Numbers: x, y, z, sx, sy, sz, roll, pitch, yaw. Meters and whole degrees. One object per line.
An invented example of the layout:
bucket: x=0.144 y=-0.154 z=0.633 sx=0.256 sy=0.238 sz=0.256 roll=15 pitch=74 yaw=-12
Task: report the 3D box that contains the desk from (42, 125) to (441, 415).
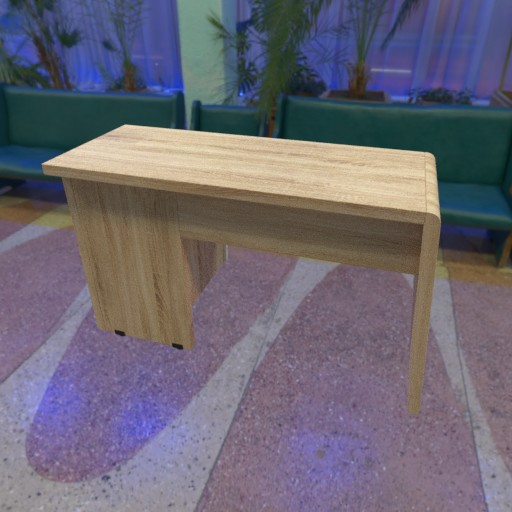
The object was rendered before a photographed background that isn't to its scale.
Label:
desk: x=0.000 y=0.000 z=1.665 sx=1.300 sy=0.750 sz=0.500 roll=9 pitch=33 yaw=15
